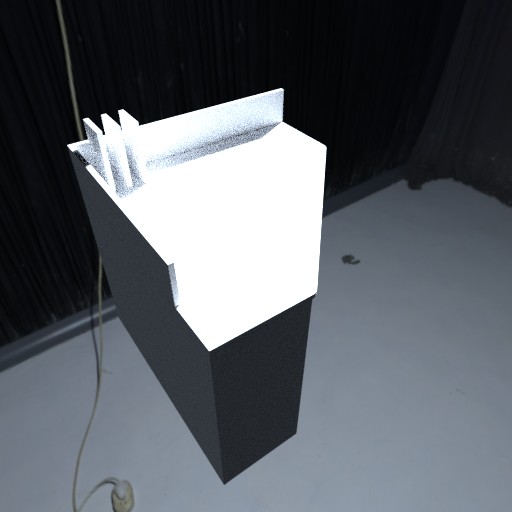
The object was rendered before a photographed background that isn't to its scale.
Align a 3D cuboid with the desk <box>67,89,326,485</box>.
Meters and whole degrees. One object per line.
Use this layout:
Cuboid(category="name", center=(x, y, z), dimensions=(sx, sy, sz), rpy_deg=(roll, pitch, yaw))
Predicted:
Cuboid(category="desk", center=(0.000, 0.000, 1.721), dimensions=(0.940, 0.986, 0.940), rpy_deg=(-25, 46, -26))
